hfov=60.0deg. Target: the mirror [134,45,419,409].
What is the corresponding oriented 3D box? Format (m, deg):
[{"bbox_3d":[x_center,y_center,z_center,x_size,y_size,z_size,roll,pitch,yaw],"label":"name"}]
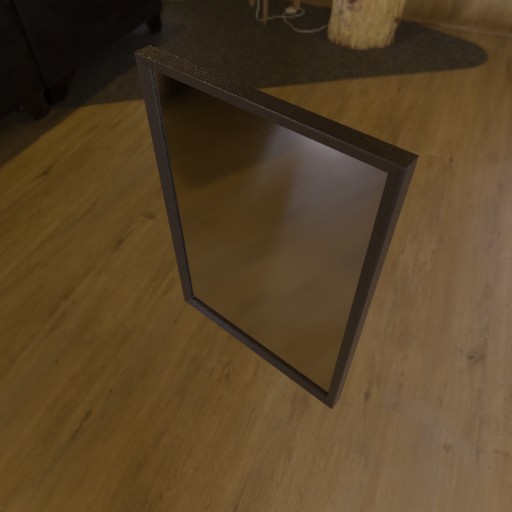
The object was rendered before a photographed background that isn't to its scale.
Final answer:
[{"bbox_3d":[0.000,0.000,0.919,0.507,0.710,0.039,32,55,25],"label":"mirror"}]
